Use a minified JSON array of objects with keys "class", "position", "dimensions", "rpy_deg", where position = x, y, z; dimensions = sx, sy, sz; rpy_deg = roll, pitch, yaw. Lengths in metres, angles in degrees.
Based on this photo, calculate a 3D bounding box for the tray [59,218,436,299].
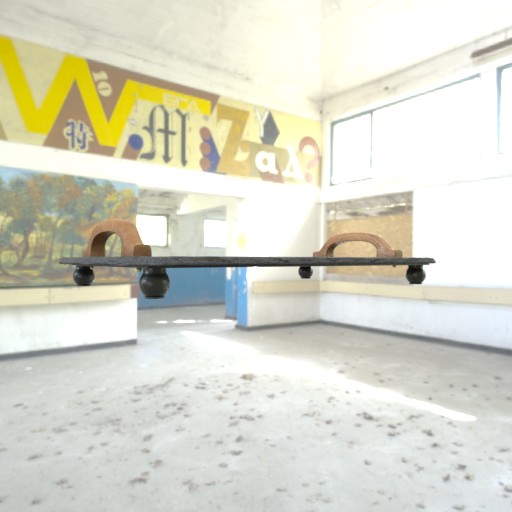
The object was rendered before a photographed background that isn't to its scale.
[{"class":"tray","position":[0.000,0.000,0.476],"dimensions":[0.387,0.062,0.231],"rpy_deg":[0,-1,-36]}]
